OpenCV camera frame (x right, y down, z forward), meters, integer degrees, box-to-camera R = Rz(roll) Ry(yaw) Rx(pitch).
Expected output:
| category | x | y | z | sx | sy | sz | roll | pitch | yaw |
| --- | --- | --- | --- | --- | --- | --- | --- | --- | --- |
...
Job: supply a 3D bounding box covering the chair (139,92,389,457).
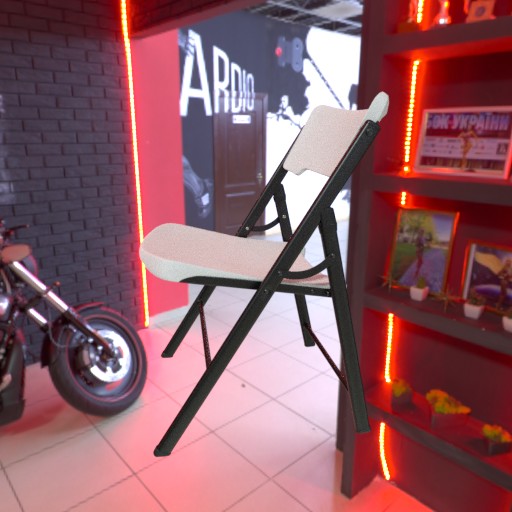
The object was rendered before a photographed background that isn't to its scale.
| category | x | y | z | sx | sy | sz | roll | pitch | yaw |
| --- | --- | --- | --- | --- | --- | --- | --- | --- | --- |
| chair | 0.000 | 0.000 | 1.137 | 0.577 | 0.765 | 0.482 | -3 | 16 | -9 |
